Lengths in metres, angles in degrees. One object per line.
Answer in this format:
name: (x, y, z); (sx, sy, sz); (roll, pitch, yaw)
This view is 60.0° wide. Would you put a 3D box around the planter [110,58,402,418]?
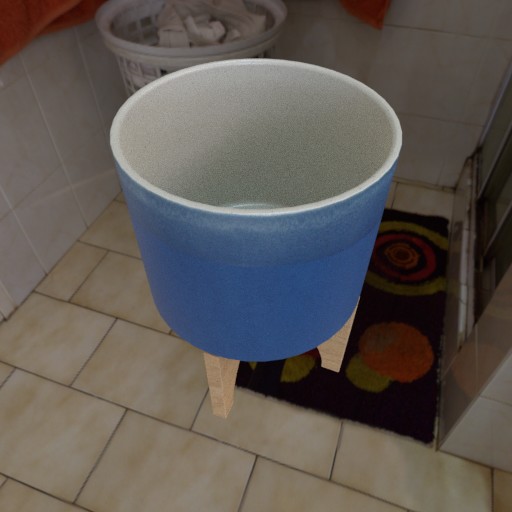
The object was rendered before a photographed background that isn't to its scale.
planter: (0.000, 0.000, 0.538); (0.261, 0.367, 0.261); (0, 47, 0)
